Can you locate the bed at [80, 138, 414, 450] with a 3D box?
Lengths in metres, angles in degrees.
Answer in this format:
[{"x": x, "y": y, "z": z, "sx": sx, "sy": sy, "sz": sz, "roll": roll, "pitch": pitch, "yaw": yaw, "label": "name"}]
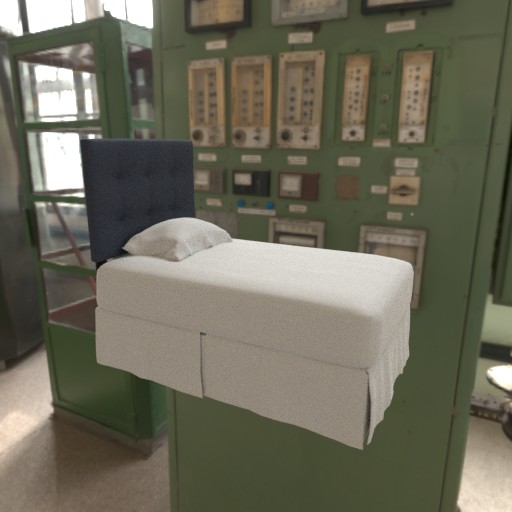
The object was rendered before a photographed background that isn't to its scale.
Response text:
[{"x": 0.000, "y": 0.000, "z": 3.060, "sx": 1.997, "sy": 1.571, "sz": 1.261, "roll": 7, "pitch": 16, "yaw": 27, "label": "bed"}]
